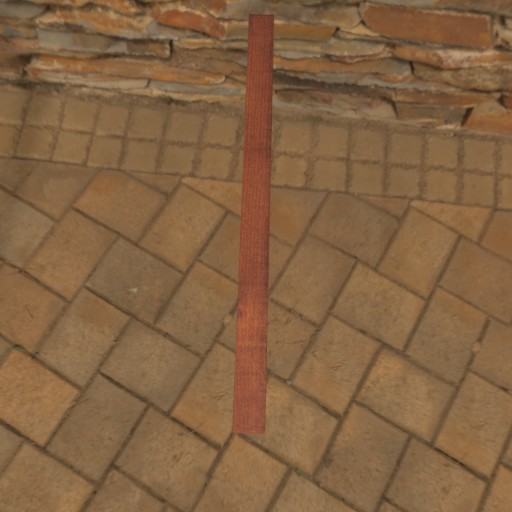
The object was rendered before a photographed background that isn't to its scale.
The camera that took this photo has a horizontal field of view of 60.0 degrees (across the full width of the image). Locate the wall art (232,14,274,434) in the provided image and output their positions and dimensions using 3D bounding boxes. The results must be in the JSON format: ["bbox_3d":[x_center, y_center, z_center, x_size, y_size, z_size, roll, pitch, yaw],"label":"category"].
[{"bbox_3d":[0.000,0.000,0.831,0.037,0.572,0.554,2,75,0],"label":"wall art"}]
